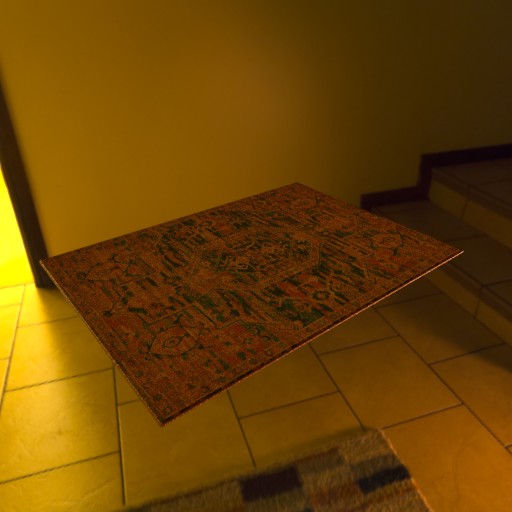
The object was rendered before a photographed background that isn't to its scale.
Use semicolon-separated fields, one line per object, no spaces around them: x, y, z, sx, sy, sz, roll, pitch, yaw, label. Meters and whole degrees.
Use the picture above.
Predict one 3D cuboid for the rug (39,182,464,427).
0.000;0.000;2.829;2.204;0.024;1.588;-22;37;-33;rug
